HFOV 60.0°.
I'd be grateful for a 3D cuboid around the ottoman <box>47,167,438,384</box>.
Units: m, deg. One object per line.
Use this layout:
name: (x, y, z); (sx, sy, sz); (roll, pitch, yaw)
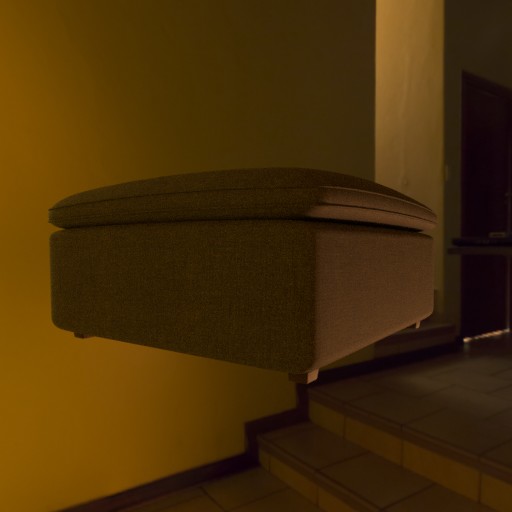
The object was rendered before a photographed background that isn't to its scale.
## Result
ottoman: (0.000, 0.000, 1.646); (1.067, 0.559, 1.067); (1, 1, 36)
